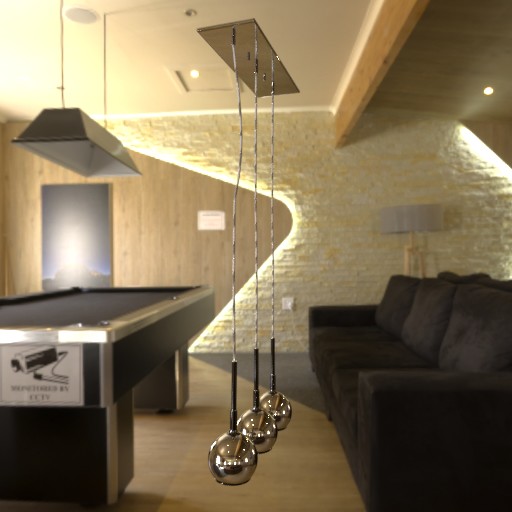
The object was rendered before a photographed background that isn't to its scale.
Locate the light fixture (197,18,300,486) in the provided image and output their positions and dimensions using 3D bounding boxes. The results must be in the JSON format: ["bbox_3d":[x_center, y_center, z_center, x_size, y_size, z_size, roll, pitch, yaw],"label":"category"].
[{"bbox_3d":[0.000,0.000,1.626,0.188,1.408,0.623,0,0,18],"label":"light fixture"}]
